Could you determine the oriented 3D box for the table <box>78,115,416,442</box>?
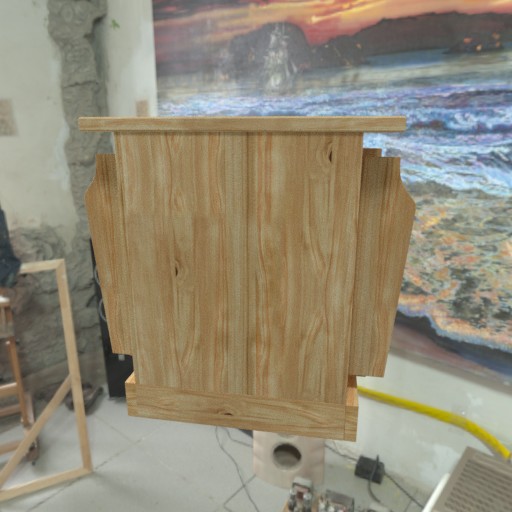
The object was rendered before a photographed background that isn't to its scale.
[{"bbox_3d":[0.000,0.000,0.871,0.530,0.515,0.380,3,16,10],"label":"table"}]
